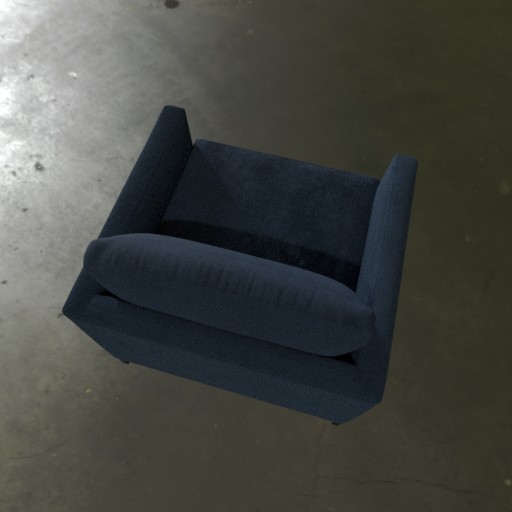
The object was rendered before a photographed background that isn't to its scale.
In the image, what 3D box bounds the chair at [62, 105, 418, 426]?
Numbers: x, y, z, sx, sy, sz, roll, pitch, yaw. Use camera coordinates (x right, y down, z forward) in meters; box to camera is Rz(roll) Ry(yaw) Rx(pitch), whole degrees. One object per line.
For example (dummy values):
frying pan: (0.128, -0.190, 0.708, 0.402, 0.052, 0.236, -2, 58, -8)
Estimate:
chair: (0.000, 0.000, 1.594, 0.964, 0.812, 0.875, 14, 64, 7)
